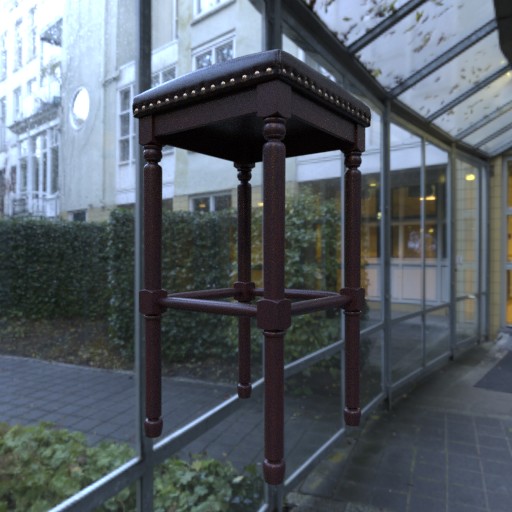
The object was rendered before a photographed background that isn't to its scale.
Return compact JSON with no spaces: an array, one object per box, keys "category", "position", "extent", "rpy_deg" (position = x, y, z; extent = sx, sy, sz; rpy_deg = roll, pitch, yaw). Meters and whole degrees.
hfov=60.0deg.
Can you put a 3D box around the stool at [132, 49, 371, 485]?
[{"category":"stool","position":[0.000,0.000,0.979],"extent":[0.383,0.768,0.382],"rpy_deg":[0,1,37]}]
